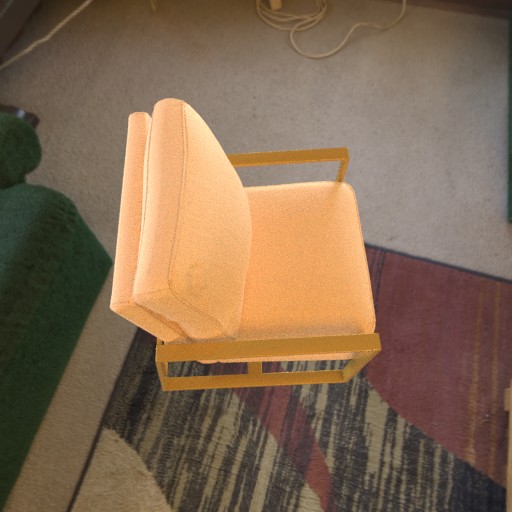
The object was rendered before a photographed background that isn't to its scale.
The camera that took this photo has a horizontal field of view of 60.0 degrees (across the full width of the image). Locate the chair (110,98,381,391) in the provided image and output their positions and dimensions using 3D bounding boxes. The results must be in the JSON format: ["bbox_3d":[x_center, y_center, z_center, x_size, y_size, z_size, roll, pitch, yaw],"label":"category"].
[{"bbox_3d":[0.000,0.000,1.577,0.813,0.956,0.758,-2,65,-1],"label":"chair"}]
